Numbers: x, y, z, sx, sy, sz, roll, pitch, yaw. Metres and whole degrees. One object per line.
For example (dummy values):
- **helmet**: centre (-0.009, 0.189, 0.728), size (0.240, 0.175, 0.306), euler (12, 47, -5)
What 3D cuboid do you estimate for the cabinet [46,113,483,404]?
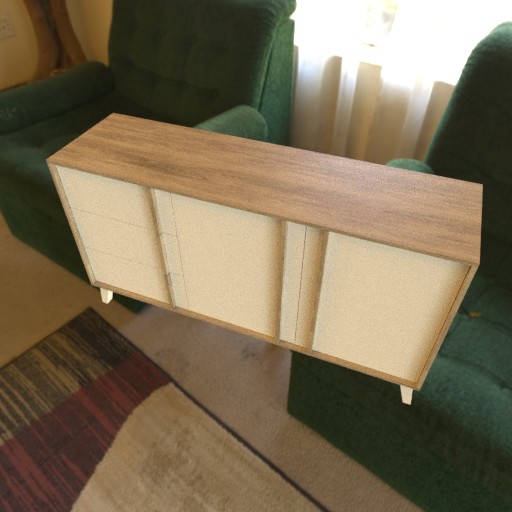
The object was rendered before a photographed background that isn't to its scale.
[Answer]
- **cabinet**: centre (0.000, 0.000, 1.975), size (1.600, 0.870, 0.450), euler (15, 45, 16)
